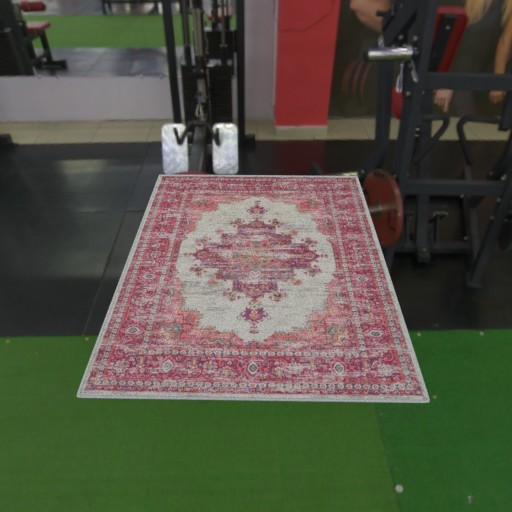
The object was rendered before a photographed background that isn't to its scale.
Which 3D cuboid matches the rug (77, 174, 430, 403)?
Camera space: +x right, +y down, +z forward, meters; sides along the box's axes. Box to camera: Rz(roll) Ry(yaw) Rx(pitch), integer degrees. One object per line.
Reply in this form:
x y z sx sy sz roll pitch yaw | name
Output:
0.000 0.000 4.256 2.447 0.017 3.123 1 39 1 | rug
